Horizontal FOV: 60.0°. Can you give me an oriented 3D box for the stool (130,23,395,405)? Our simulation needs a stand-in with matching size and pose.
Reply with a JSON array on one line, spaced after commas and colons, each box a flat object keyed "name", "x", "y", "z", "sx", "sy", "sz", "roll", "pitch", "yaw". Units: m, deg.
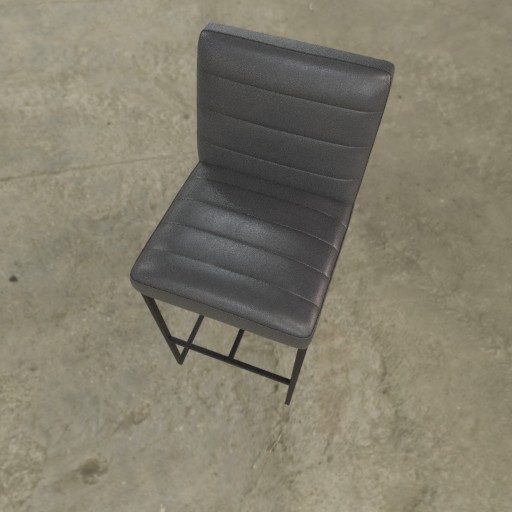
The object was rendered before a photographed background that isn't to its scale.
[{"name": "stool", "x": 0.000, "y": 0.000, "z": 1.293, "sx": 0.457, "sy": 1.040, "sz": 0.552, "roll": 18, "pitch": 61, "yaw": 10}]
